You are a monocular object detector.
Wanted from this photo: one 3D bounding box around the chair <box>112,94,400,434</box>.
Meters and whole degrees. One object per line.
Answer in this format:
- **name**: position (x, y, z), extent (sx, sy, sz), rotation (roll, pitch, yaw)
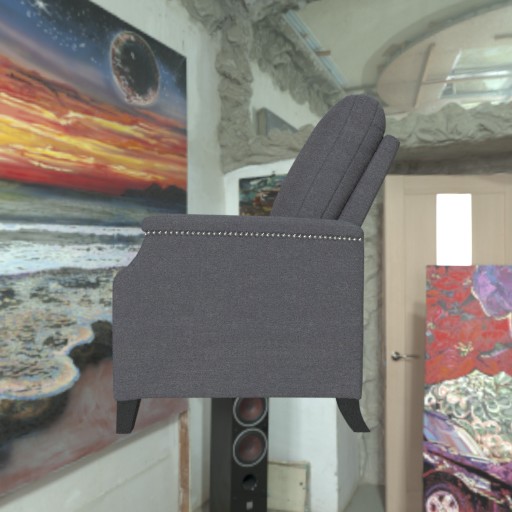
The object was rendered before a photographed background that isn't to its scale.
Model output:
- **chair**: position (0.000, 0.000, 1.650), extent (0.922, 1.049, 0.710), rotation (0, 0, -1)
